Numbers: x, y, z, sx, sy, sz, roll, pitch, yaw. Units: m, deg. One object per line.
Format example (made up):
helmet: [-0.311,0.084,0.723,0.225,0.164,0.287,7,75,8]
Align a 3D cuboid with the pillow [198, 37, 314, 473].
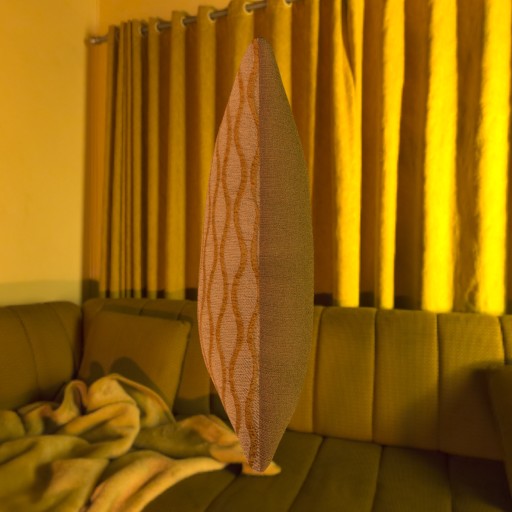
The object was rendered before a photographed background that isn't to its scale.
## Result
pillow: [0.000,0.000,0.647,0.159,0.436,0.429,0,0,0]
